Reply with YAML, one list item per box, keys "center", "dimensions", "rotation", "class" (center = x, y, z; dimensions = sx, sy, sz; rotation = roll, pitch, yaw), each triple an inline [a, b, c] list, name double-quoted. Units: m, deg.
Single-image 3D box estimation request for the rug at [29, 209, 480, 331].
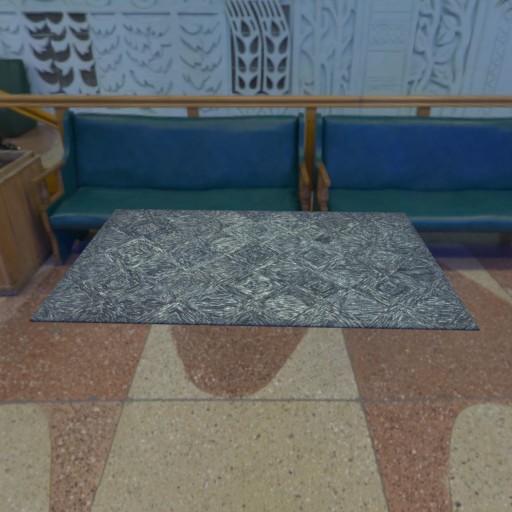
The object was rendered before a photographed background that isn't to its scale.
- center: [0.000, 0.000, 2.932]
  dimensions: [2.330, 0.017, 1.478]
  rotation: [1, 29, 2]
  class: "rug"
